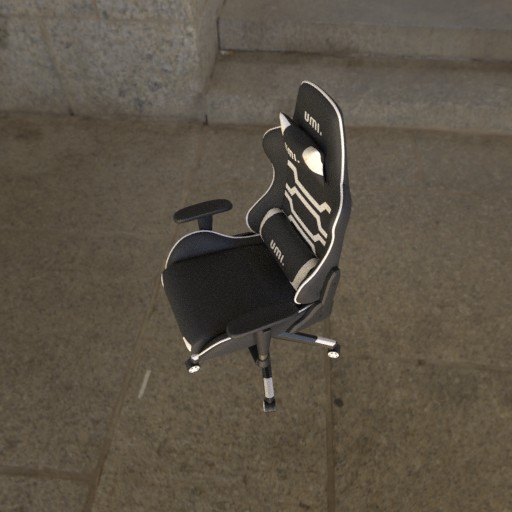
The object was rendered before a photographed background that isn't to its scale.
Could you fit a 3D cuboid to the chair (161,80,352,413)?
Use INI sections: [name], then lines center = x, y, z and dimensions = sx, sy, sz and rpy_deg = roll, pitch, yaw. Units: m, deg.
[chair]
center = 0.000, 0.000, 1.681
dimensions = 0.700, 1.240, 0.700
rpy_deg = -18, 49, -16
